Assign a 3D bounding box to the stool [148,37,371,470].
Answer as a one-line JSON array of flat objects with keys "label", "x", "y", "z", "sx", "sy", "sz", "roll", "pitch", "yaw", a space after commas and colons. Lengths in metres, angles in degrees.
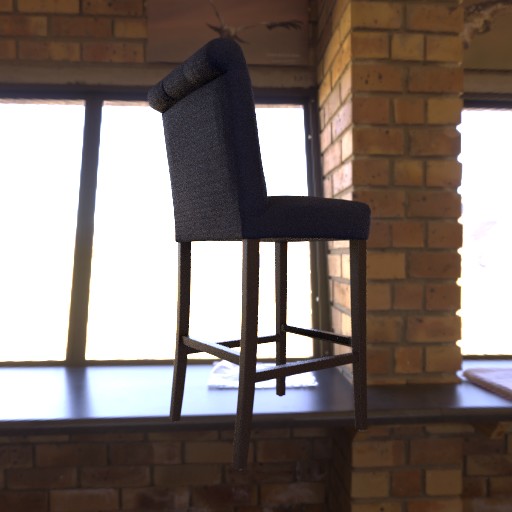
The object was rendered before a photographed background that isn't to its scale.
[{"label": "stool", "x": 0.000, "y": 0.000, "z": 1.469, "sx": 0.601, "sy": 1.140, "sz": 0.493, "roll": 0, "pitch": 0, "yaw": -35}]
